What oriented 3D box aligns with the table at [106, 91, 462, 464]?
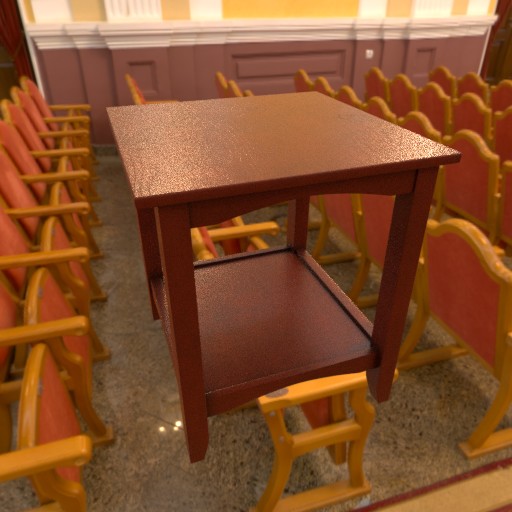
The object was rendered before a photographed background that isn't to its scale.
[{"bbox_3d":[0.000,0.000,0.961,0.522,0.558,0.523,-9,33,-15],"label":"table"}]
